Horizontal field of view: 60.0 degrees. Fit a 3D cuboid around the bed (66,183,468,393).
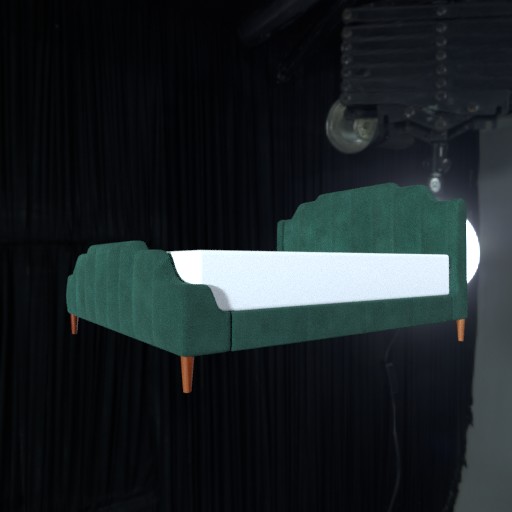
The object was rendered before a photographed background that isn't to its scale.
[{"bbox_3d":[0.000,0.000,3.407,2.340,1.245,2.074,1,-1,-36],"label":"bed"}]
